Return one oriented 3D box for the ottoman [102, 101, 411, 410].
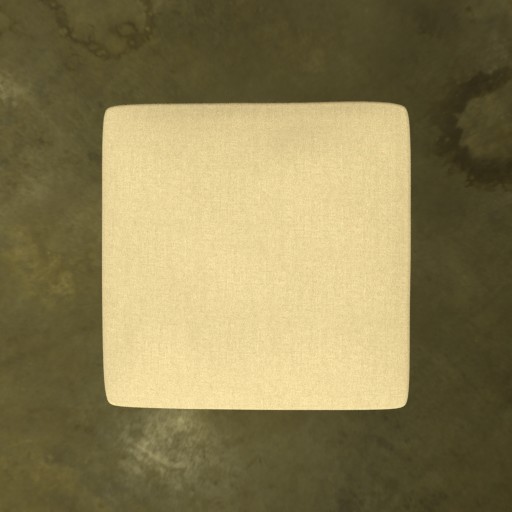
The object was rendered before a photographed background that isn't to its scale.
[{"bbox_3d":[0.000,0.000,1.355,0.843,0.436,0.840,0,91,2],"label":"ottoman"}]
